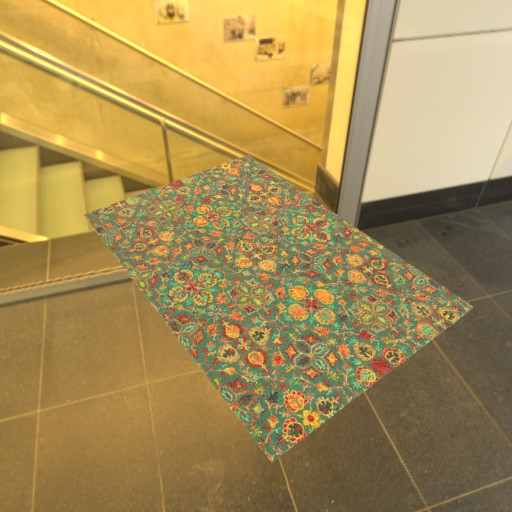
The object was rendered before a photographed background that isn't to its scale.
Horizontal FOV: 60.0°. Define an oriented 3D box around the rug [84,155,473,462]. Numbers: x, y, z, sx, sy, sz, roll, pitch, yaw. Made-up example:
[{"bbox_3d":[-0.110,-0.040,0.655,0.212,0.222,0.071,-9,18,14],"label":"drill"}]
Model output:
[{"bbox_3d":[0.000,0.000,2.980,1.527,0.016,2.290,-26,48,-26],"label":"rug"}]
